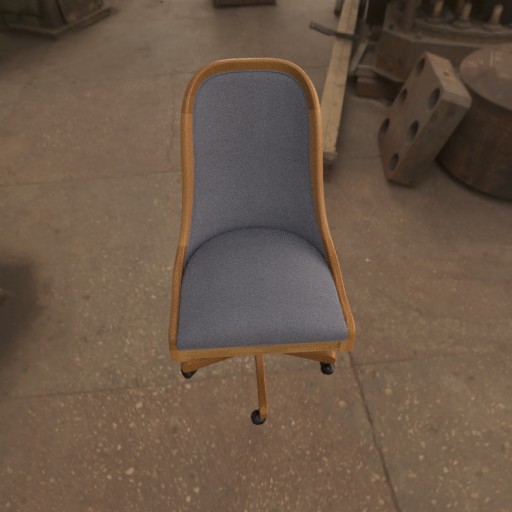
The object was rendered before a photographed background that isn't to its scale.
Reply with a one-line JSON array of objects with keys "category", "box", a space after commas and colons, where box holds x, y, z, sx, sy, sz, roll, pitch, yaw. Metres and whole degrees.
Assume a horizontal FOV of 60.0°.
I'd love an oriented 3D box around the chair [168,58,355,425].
[{"category": "chair", "box": [0.000, 0.000, 1.497, 0.605, 1.031, 0.735, -3, 45, -3]}]
